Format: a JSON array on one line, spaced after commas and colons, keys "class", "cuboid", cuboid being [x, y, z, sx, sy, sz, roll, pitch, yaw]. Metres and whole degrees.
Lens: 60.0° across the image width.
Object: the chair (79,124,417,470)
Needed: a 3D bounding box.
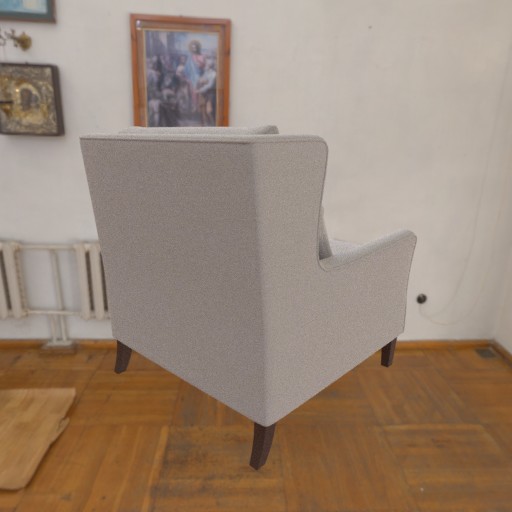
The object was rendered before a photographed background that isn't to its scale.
[{"class": "chair", "cuboid": [0.000, 0.000, 1.876, 0.982, 1.056, 1.040, 14, 21, 41]}]
